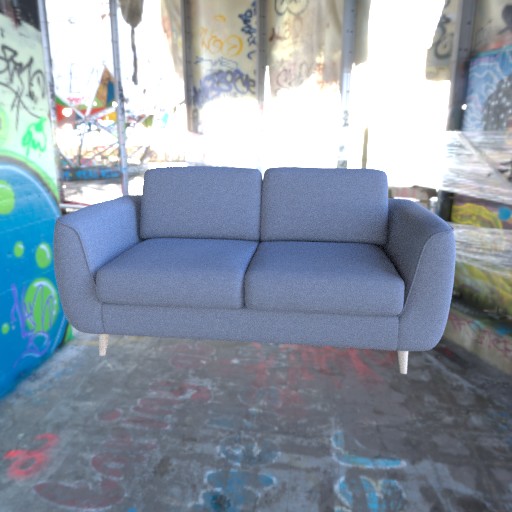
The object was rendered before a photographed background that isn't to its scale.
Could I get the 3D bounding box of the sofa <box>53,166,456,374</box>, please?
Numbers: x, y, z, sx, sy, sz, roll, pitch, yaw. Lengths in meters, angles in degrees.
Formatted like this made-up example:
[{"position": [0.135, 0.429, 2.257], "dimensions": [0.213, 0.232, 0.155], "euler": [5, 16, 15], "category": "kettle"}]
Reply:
[{"position": [0.000, 0.000, 2.221], "dimensions": [1.700, 0.850, 0.920], "euler": [2, 15, 7], "category": "sofa"}]
